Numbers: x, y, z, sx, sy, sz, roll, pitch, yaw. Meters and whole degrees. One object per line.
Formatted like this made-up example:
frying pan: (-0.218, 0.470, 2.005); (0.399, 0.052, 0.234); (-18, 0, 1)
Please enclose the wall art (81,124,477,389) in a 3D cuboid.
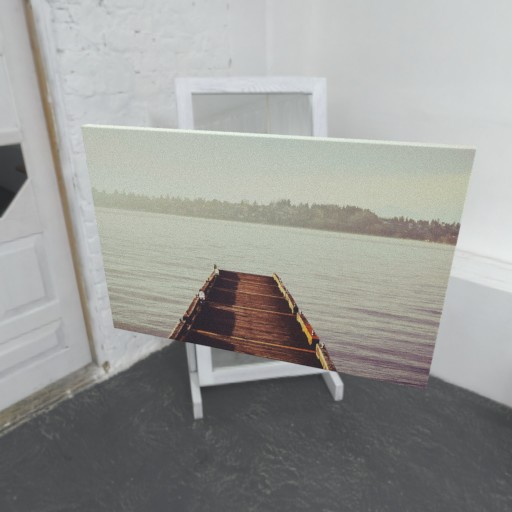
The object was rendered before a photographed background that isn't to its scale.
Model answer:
wall art: (0.000, 0.000, 1.423); (1.149, 0.765, 0.040); (8, 26, 16)
